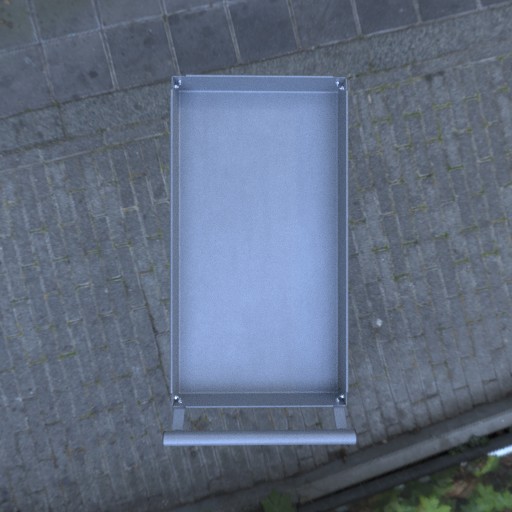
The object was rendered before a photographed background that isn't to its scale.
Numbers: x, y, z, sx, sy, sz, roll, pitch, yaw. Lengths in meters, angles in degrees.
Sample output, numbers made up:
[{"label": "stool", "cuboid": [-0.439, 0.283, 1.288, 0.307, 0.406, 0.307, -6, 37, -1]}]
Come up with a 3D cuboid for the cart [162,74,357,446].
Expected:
[{"label": "cart", "cuboid": [0.000, 0.000, 1.220, 0.366, 0.780, 0.719, 0, 90, -1]}]
